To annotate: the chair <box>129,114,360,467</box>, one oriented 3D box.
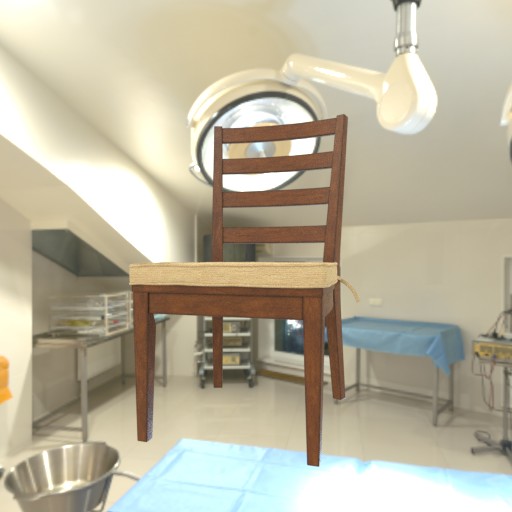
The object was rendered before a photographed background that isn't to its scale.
[{"bbox_3d":[0.000,0.000,1.365,0.593,0.979,0.595,0,0,17],"label":"chair"}]
